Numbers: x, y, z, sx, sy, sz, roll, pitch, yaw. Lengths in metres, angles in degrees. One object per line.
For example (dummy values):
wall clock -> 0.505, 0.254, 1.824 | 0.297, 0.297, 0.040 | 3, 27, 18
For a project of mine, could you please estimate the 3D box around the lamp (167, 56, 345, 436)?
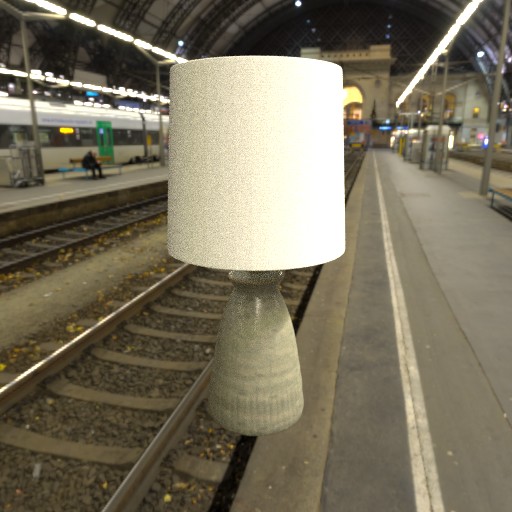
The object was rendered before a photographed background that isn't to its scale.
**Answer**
lamp -> 0.000, 0.000, 0.476 | 0.186, 0.369, 0.186 | 0, 15, 0
